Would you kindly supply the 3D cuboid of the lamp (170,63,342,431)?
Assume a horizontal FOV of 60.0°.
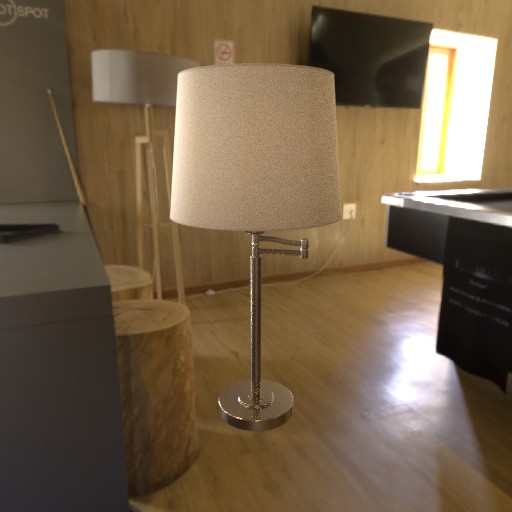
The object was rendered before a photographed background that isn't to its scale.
[{"bbox_3d":[0.000,0.000,0.893,0.333,0.696,0.333,0,14,0],"label":"lamp"}]
